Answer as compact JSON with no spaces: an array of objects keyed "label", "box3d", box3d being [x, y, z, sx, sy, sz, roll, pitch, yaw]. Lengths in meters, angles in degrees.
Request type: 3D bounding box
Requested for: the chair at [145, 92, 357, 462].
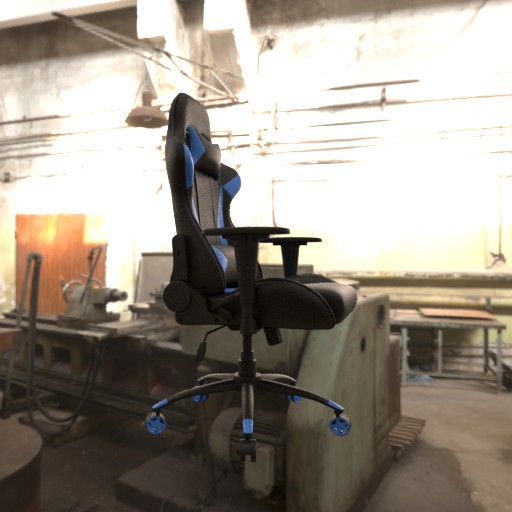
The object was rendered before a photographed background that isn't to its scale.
[{"label":"chair","box3d":[0.000,0.000,1.701,0.730,1.282,0.695,0,-1,18]}]
